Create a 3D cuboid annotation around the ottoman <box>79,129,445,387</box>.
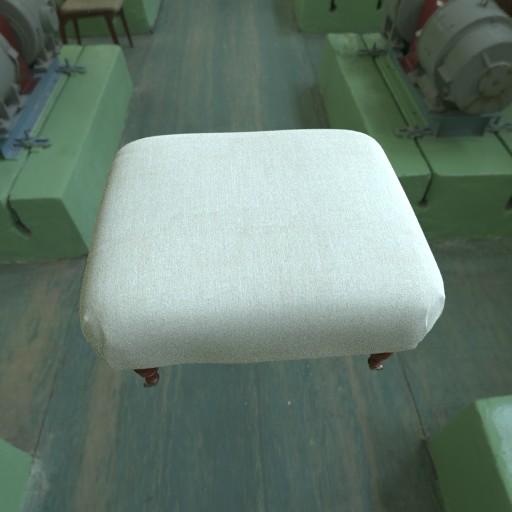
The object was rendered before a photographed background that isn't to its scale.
[{"bbox_3d":[0.000,0.000,1.140,0.747,0.450,0.622,-3,48,-3],"label":"ottoman"}]
